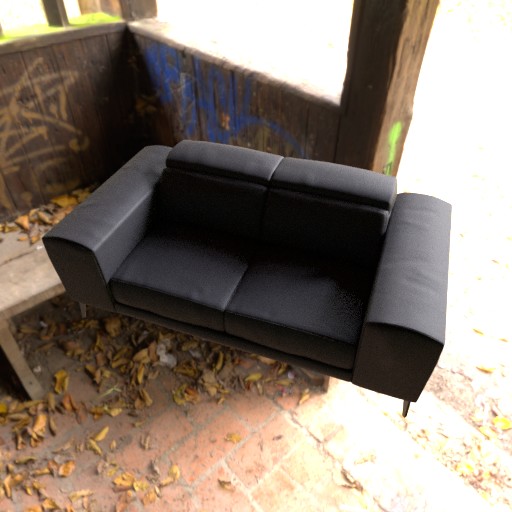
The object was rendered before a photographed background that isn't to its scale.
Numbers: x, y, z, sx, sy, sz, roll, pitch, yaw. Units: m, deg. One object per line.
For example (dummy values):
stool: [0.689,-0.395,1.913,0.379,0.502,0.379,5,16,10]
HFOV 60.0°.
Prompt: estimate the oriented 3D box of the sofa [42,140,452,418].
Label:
sofa: [0.000,0.000,2.398,1.895,0.779,1.003,14,43,15]
